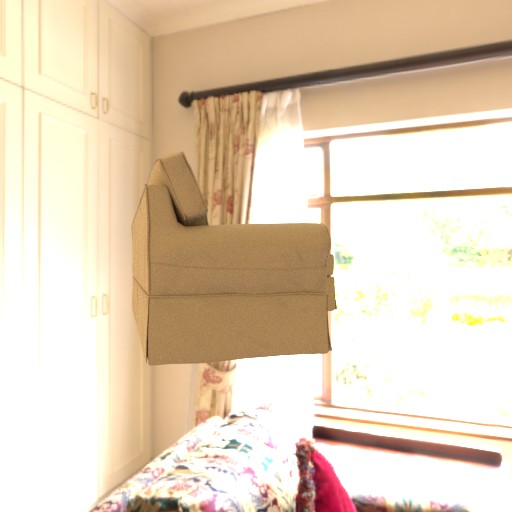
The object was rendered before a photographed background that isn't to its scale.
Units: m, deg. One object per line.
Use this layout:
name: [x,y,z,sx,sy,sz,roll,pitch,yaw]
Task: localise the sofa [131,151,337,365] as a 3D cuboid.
sofa: [0.000,0.000,3.305,1.733,0.978,2.475,0,-1,-17]
